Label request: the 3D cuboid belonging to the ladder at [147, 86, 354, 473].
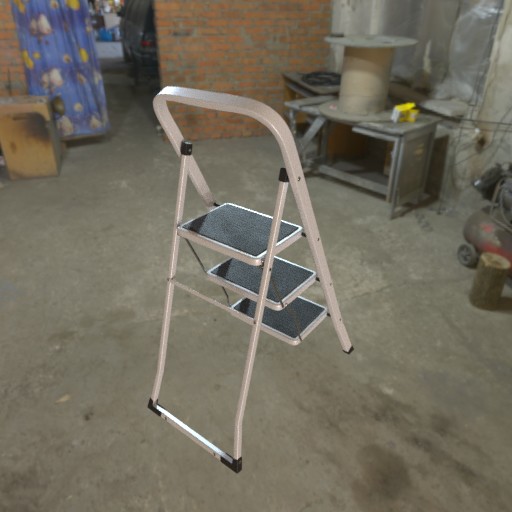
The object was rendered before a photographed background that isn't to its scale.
[{"bbox_3d":[0.000,0.000,1.411,0.460,1.050,0.711,22,37,32],"label":"ladder"}]
